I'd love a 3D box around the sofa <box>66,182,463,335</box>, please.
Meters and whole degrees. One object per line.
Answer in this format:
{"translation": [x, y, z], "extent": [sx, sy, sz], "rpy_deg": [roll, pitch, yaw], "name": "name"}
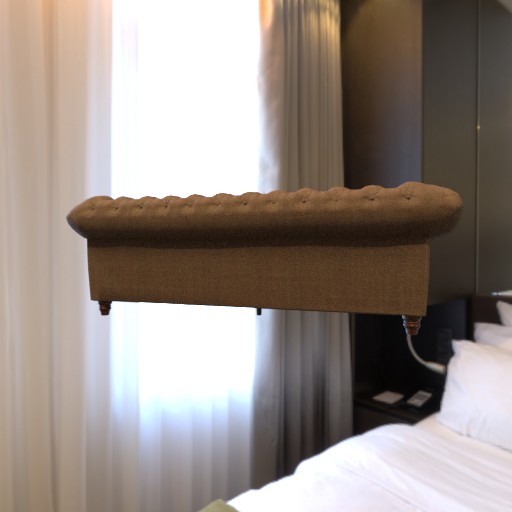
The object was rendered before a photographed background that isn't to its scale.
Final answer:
{"translation": [0.000, 0.000, 2.875], "extent": [2.385, 0.787, 0.944], "rpy_deg": [0, 1, 20], "name": "sofa"}
